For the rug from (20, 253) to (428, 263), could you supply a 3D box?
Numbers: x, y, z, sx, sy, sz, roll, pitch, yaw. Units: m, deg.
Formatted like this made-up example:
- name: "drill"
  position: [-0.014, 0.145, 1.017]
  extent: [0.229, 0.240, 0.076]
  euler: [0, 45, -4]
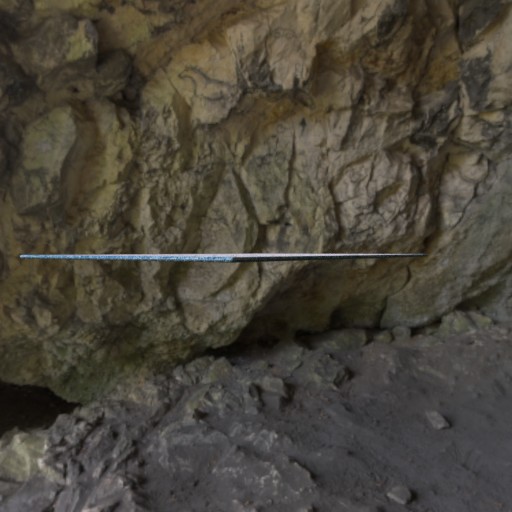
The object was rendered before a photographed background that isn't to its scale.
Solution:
- name: "rug"
  position: [0.000, 0.000, 2.307]
  extent: [1.219, 0.016, 1.829]
  euler: [0, 1, 37]
